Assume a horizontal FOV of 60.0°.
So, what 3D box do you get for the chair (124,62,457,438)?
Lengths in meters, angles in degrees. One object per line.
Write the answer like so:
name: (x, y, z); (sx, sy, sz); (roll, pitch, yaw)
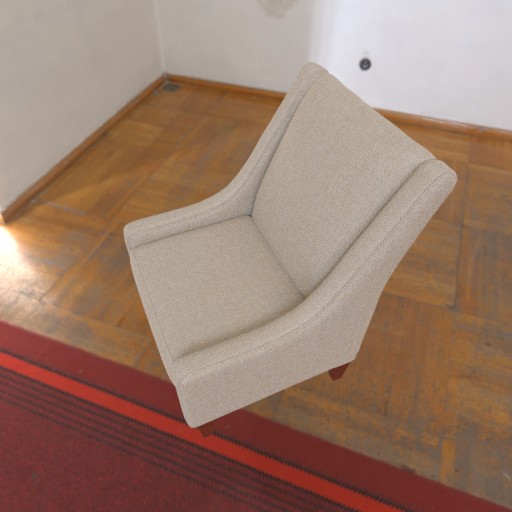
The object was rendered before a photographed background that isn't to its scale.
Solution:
chair: (0.000, 0.000, 1.638); (0.870, 1.014, 0.774); (-18, 49, -16)
